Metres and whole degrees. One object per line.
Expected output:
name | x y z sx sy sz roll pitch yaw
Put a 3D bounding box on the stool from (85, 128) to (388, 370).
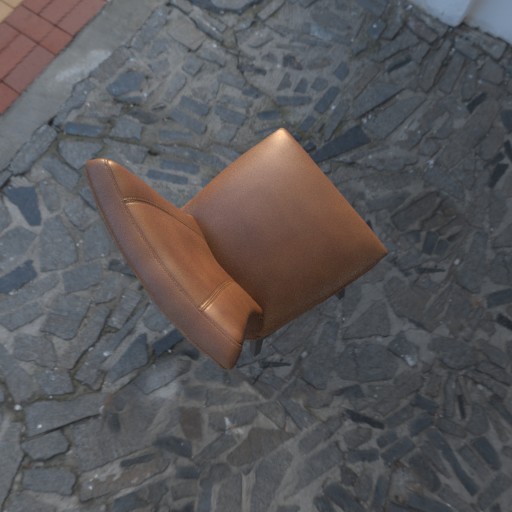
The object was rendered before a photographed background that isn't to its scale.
stool | 0.000 0.000 1.403 0.585 1.094 0.522 -36 78 -9
